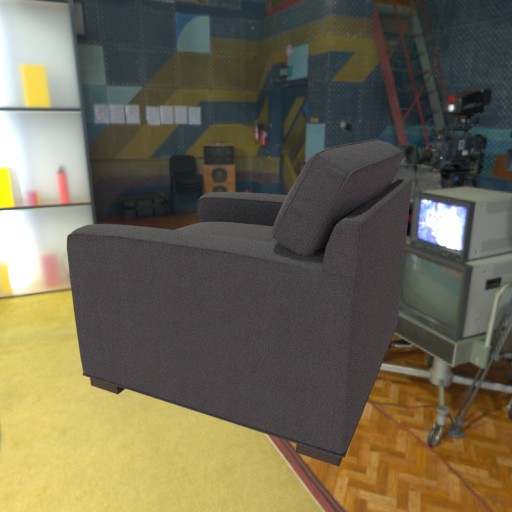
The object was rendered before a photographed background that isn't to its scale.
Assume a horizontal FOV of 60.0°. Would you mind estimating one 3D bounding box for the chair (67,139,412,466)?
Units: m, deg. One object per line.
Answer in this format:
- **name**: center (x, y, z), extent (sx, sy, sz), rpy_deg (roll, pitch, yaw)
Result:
- **chair**: center (0.000, 0.000, 1.802), extent (1.043, 0.913, 0.997), rpy_deg (8, 19, 25)
